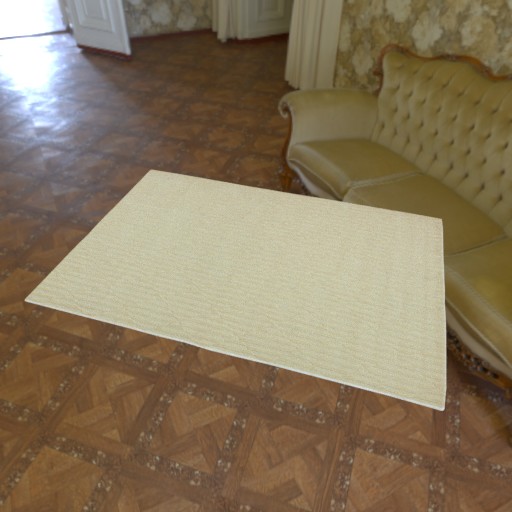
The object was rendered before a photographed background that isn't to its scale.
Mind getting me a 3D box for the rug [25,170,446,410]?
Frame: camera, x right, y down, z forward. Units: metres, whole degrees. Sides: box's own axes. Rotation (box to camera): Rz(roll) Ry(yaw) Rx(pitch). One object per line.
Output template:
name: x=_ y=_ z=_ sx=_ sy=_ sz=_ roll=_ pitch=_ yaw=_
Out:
rug: x=0.000 y=0.000 z=2.272 sx=1.848 sy=0.014 sz=1.238 roll=12 pitch=42 yaw=13
